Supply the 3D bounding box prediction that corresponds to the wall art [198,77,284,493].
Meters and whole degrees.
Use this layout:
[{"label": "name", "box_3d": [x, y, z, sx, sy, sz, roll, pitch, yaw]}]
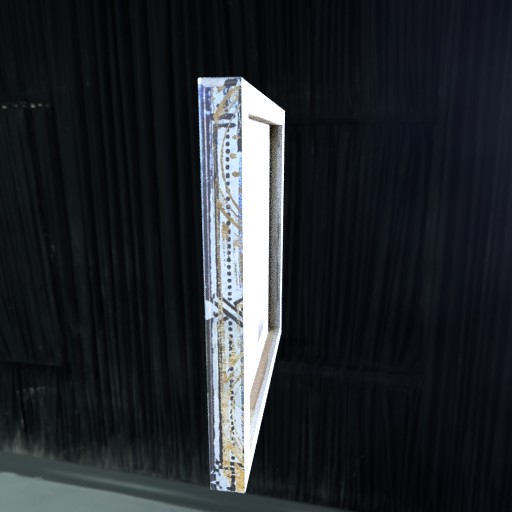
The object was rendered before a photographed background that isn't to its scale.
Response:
[{"label": "wall art", "box_3d": [0.000, 0.000, 0.614, 0.038, 0.410, 0.411, 2, 15, 8]}]
